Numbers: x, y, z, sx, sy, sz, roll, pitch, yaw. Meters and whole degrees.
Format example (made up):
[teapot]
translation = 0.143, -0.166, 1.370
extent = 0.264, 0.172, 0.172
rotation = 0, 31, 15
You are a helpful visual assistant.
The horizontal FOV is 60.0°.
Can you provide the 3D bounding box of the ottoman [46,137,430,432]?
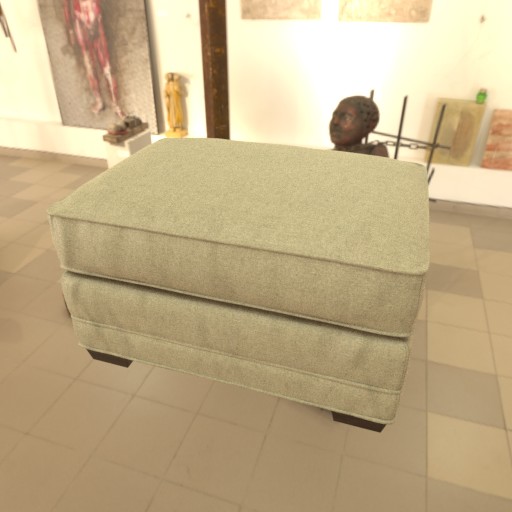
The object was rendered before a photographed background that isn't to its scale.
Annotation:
[ottoman]
translation = 0.000, 0.000, 1.220
extent = 0.848, 0.508, 0.611
rotation = 10, 33, 15
